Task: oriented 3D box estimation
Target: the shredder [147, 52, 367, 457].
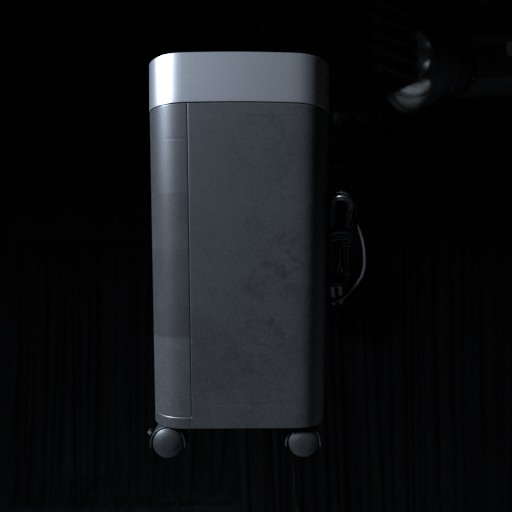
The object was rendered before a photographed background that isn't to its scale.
[{"bbox_3d":[0.000,0.000,0.604,0.237,0.419,0.311,0,1,-1],"label":"shredder"}]
